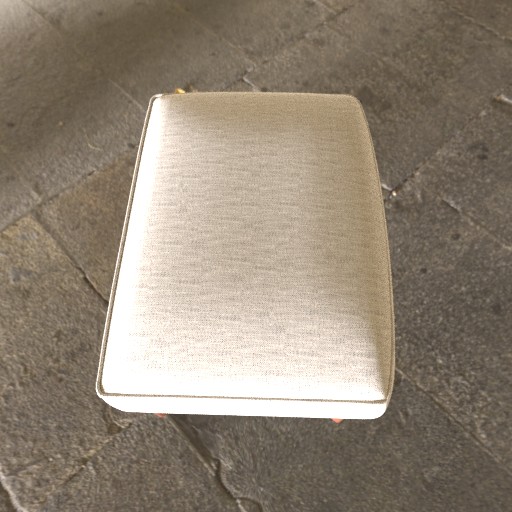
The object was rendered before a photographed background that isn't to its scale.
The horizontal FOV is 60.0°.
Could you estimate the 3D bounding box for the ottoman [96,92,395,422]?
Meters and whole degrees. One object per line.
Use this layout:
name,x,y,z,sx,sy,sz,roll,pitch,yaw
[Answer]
ottoman,0.000,0.000,1.135,0.594,0.465,0.794,1,63,1
